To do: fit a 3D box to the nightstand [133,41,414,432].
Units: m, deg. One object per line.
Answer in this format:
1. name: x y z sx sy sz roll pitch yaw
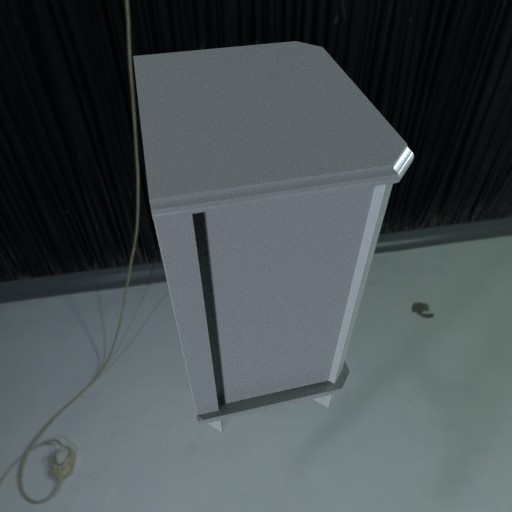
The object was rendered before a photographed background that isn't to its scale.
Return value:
1. nightstand: 0.000 0.000 0.913 0.348 0.680 0.435 -10 47 -9
